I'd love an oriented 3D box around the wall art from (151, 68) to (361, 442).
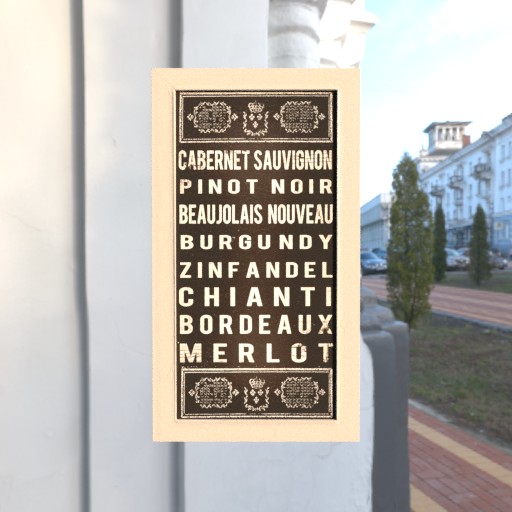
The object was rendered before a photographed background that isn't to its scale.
[{"bbox_3d":[0.000,0.000,0.816,0.380,0.683,0.013,0,1,0],"label":"wall art"}]
